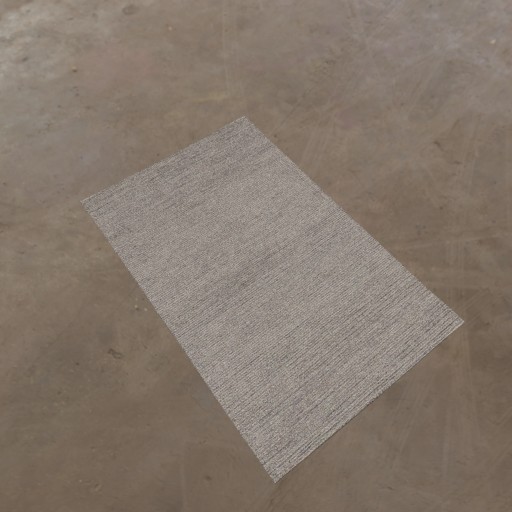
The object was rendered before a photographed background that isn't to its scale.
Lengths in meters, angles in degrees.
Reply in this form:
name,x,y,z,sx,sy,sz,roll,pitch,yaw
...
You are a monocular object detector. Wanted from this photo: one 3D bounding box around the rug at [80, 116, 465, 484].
name,x,y,z,sx,sy,sz,roll,pitch,yaw
rug,0.000,0.000,2.321,1.162,0.022,1.804,-33,64,-18
